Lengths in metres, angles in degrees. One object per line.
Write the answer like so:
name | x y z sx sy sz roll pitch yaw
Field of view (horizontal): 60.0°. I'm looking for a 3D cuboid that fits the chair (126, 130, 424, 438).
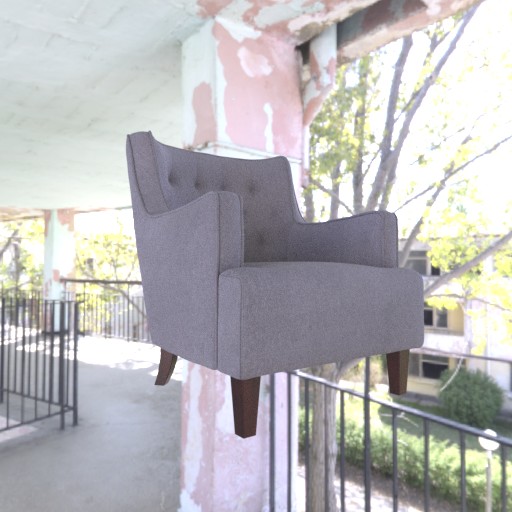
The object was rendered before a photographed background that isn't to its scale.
chair | 0.000 0.000 1.602 0.781 0.919 0.910 1 -2 -36
